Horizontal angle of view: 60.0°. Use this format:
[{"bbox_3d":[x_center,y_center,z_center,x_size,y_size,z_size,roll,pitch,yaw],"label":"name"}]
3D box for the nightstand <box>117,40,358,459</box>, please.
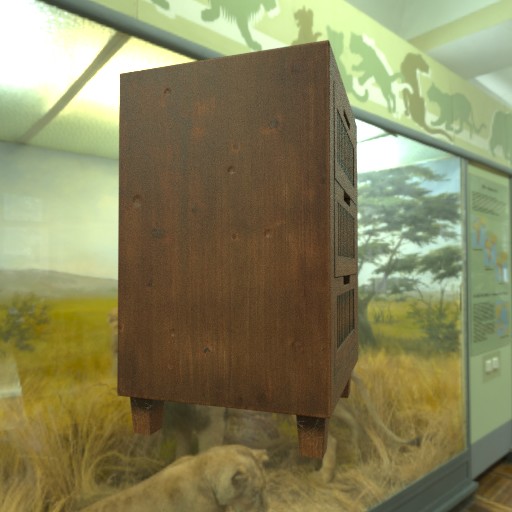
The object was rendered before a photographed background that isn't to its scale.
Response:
[{"bbox_3d":[0.000,0.000,1.000,0.410,0.695,0.465,0,-1,18],"label":"nightstand"}]
